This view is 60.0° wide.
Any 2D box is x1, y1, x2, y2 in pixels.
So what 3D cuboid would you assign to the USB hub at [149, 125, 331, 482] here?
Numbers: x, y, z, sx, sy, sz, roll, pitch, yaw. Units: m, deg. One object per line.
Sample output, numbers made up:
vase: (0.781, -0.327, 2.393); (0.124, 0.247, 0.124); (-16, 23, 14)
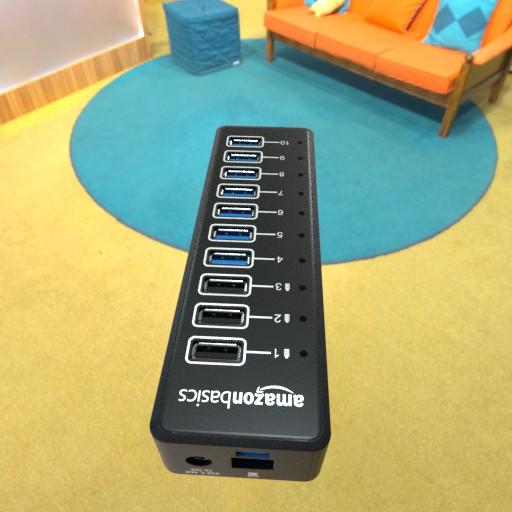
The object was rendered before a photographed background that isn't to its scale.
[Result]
USB hub: (0.000, 0.000, 0.162); (0.044, 0.023, 0.145); (2, 46, 2)
